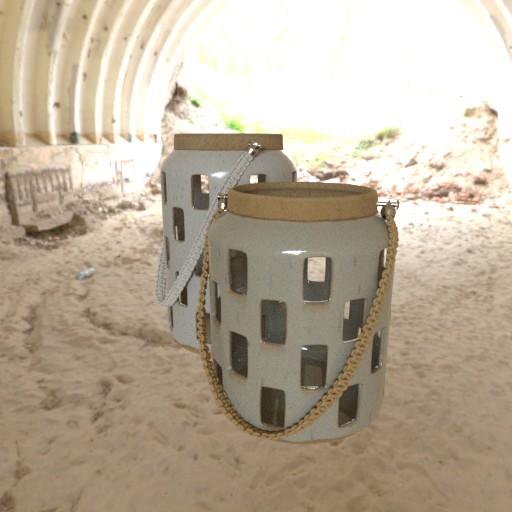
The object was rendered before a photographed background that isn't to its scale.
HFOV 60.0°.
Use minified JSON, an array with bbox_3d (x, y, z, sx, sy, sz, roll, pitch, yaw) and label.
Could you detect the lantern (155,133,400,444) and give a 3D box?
[{"bbox_3d":[0.000,0.000,0.477,0.184,0.255,0.347,-7,16,-25],"label":"lantern"}]
